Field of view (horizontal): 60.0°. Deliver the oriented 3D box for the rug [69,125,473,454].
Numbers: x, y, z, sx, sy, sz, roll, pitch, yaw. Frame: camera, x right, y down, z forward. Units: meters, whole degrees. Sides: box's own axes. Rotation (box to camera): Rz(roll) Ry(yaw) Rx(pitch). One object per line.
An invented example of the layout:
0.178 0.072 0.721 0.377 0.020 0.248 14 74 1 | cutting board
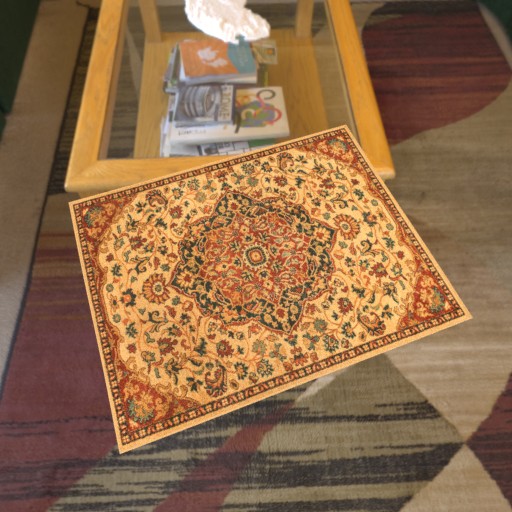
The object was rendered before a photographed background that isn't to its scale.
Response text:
0.000 0.000 4.108 3.067 0.005 2.454 -18 62 -10 | rug
